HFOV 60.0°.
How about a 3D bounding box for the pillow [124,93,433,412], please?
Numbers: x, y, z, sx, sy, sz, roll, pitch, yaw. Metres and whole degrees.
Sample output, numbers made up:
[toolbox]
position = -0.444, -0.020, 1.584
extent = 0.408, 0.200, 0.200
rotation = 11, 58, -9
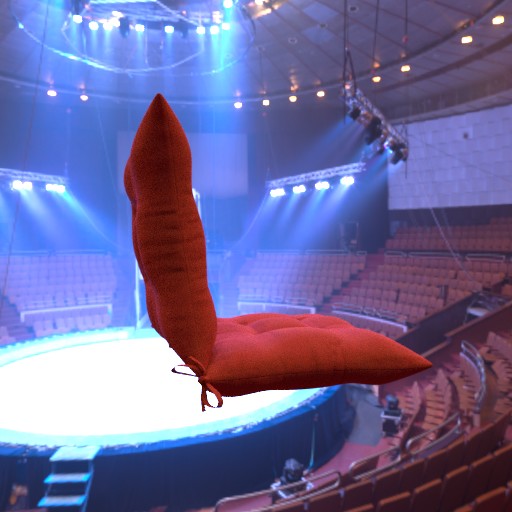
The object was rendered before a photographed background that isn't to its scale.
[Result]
[pillow]
position = 0.000, 0.000, 1.023
extent = 0.585, 0.536, 0.541
rotation = 0, 0, -18
